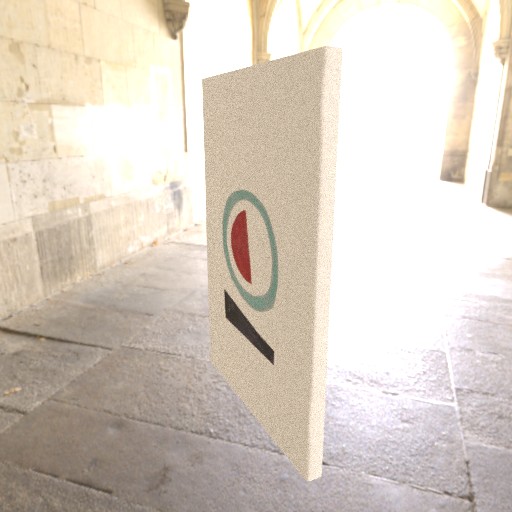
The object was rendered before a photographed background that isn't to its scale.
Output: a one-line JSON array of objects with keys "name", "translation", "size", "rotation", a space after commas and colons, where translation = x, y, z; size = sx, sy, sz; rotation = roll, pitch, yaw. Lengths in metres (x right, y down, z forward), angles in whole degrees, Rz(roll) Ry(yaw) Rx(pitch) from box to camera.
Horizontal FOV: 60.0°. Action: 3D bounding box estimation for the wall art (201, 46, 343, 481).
[{"name": "wall art", "translation": [0.000, 0.000, 1.138], "size": [0.048, 0.902, 0.602], "rotation": [-8, 18, -26]}]
